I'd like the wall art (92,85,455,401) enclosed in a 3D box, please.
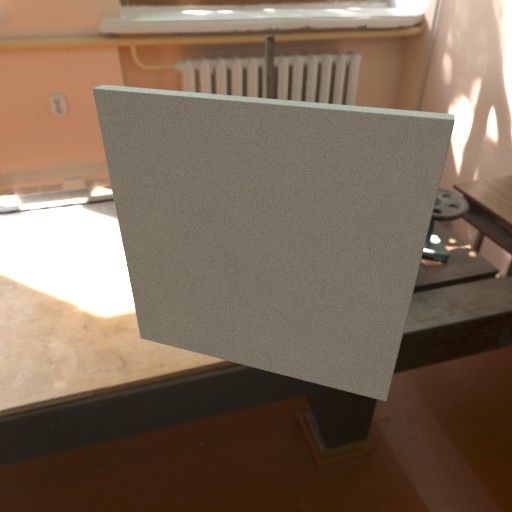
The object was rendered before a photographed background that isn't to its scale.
[{"bbox_3d":[0.000,0.000,1.114,0.762,0.762,0.040,10,35,16],"label":"wall art"}]
